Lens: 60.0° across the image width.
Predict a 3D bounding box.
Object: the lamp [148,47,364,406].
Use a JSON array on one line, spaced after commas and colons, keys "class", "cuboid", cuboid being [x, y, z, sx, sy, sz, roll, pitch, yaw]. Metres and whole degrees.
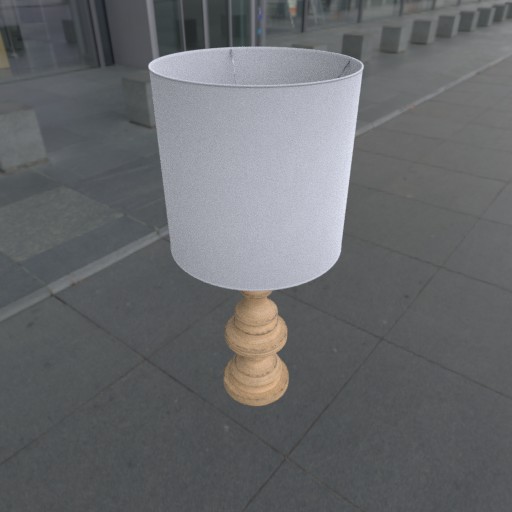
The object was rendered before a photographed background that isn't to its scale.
[{"class": "lamp", "cuboid": [0.000, 0.000, 0.561, 0.208, 0.455, 0.208, -22, 39, -30]}]
